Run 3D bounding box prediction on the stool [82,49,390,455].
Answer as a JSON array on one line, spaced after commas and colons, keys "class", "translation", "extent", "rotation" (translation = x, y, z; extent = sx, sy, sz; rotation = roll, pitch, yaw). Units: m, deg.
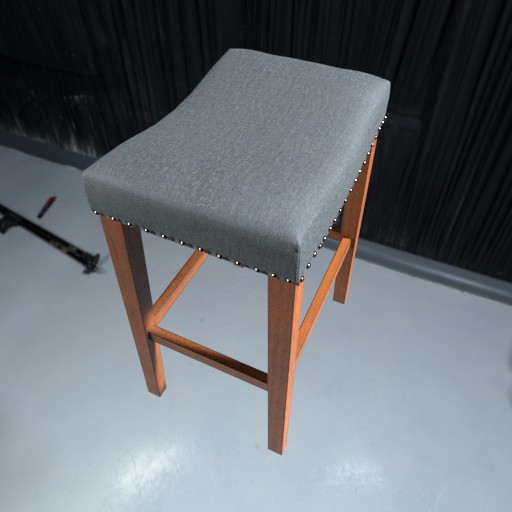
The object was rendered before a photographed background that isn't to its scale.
[{"class": "stool", "translation": [0.000, 0.000, 0.847], "extent": [0.320, 0.612, 0.439], "rotation": [19, 50, 17]}]
